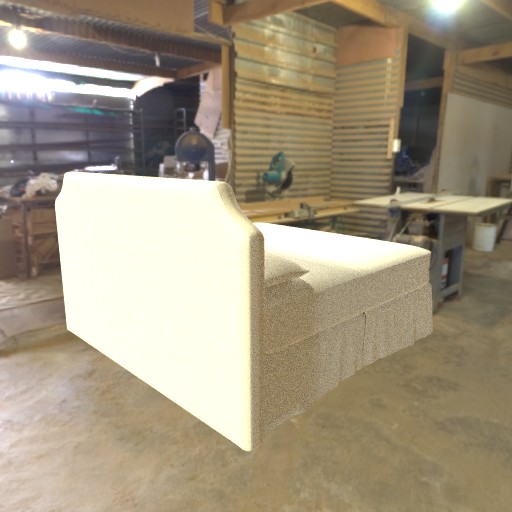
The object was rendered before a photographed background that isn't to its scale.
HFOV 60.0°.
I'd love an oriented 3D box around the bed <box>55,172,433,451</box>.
[{"bbox_3d":[0.000,0.000,3.455,2.204,1.301,2.160,-12,18,-43],"label":"bed"}]
